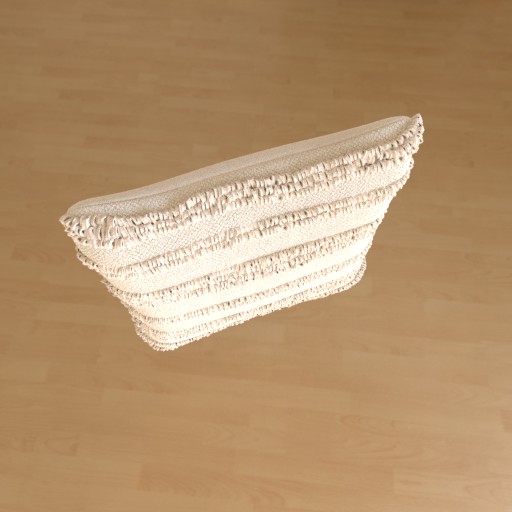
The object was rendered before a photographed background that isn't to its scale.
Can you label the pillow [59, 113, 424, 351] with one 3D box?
[{"bbox_3d":[0.000,0.000,0.672,0.437,0.427,0.145,-18,64,-9],"label":"pillow"}]
